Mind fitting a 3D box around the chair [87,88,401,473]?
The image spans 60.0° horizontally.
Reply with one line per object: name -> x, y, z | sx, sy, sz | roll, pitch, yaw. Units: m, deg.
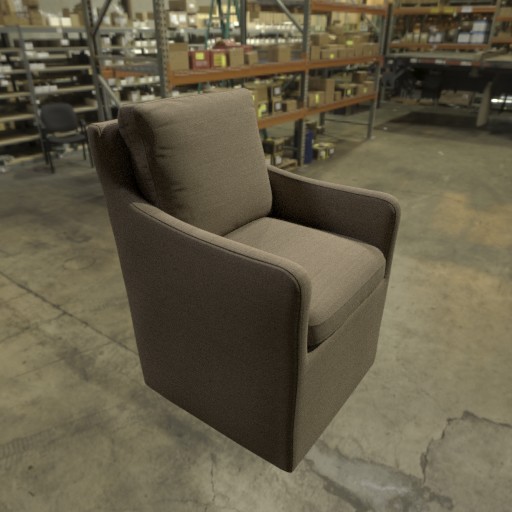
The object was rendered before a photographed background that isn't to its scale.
chair -> 0.000, 0.000, 1.367 | 0.694, 0.914, 0.626 | 19, 32, 32
